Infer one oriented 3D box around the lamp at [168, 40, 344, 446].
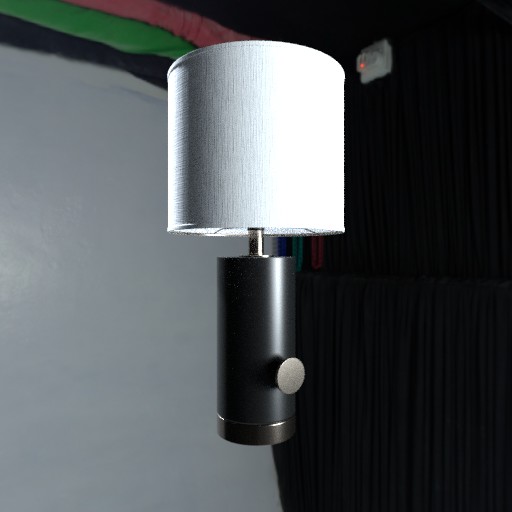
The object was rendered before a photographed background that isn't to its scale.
[{"bbox_3d":[0.000,0.000,0.616,0.241,0.482,0.240,0,0,-36],"label":"lamp"}]
